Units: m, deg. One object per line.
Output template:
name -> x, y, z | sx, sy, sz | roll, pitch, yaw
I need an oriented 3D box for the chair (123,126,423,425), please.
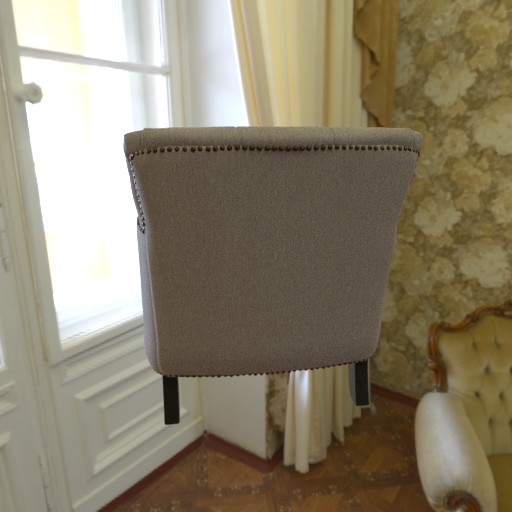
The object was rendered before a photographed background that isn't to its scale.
chair -> 0.000, 0.000, 1.472 | 0.737, 0.823, 0.902 | -2, 16, -9
